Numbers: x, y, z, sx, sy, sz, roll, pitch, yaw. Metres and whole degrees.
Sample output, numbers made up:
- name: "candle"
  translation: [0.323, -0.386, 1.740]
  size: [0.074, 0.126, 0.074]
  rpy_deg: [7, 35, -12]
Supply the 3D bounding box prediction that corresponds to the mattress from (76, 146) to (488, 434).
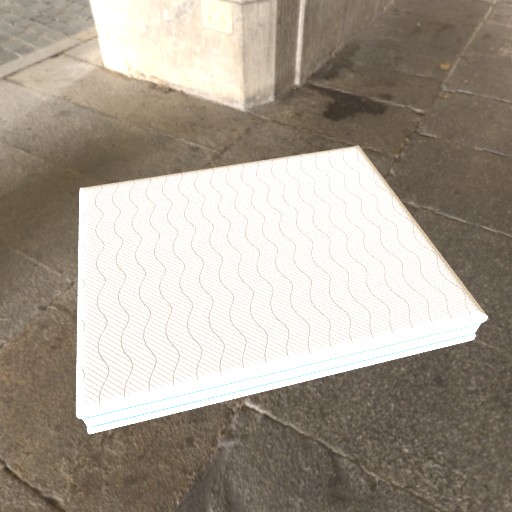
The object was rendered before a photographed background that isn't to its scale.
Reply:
- name: "mattress"
  translation: [0.000, 0.000, 2.657]
  size: [2.000, 0.230, 1.600]
  rpy_deg: [-11, 48, -10]
